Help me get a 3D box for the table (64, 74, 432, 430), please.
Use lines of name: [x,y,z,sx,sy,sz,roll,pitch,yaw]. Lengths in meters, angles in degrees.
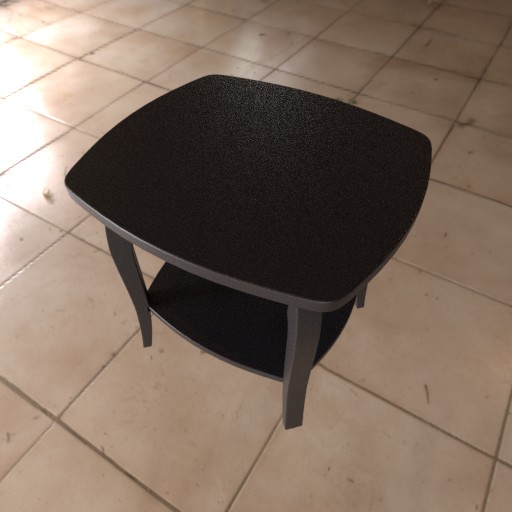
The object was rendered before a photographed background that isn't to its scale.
table: [0.000,0.000,0.856,0.508,0.457,0.457,24,52,20]
